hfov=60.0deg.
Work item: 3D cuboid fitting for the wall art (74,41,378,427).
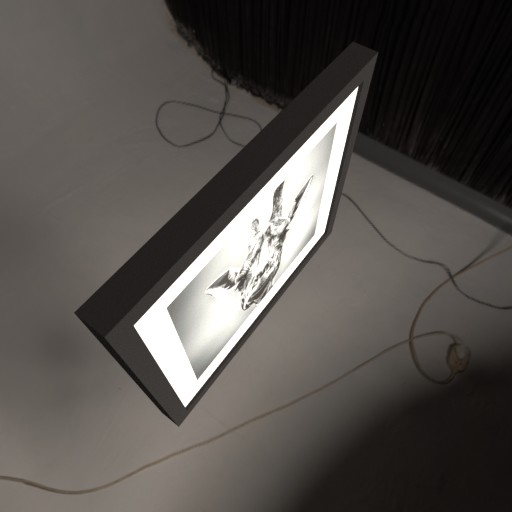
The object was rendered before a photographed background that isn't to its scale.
[{"bbox_3d":[0.000,0.000,0.521,0.031,0.330,0.381,32,64,18],"label":"wall art"}]
